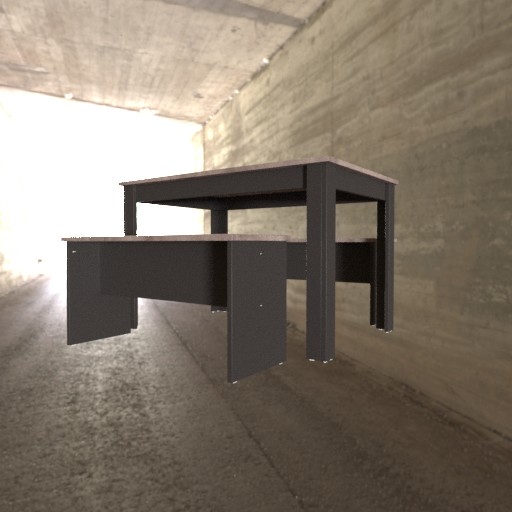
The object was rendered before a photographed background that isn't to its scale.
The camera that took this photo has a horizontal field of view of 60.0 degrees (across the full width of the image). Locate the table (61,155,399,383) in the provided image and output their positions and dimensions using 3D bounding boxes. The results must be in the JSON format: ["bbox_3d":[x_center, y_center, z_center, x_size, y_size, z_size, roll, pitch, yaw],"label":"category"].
[{"bbox_3d":[0.000,0.000,2.085,1.100,0.700,1.443,1,2,35],"label":"table"}]
